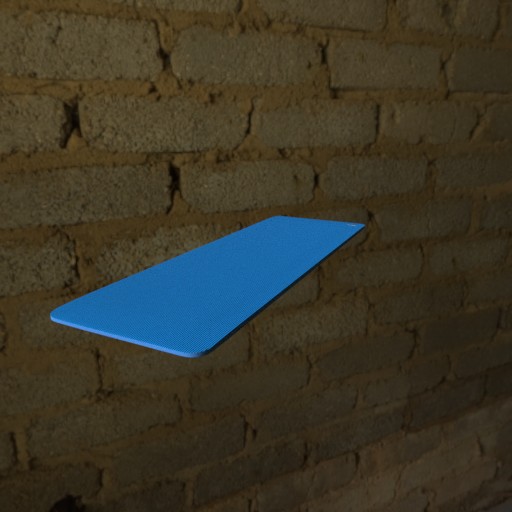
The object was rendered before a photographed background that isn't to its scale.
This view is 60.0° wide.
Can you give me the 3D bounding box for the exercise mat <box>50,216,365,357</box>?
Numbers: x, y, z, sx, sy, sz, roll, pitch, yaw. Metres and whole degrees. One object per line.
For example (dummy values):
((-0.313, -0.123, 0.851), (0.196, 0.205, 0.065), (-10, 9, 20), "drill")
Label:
((0.000, 0.000, 2.116), (0.616, 0.021, 1.869), (8, 18, 26), "exercise mat")
